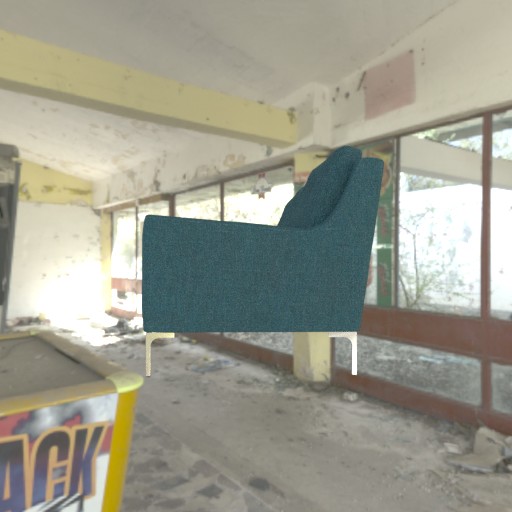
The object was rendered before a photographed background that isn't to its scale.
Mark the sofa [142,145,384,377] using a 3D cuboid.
[{"bbox_3d":[0.000,0.000,2.544,0.849,0.837,2.060,0,0,-1],"label":"sofa"}]
